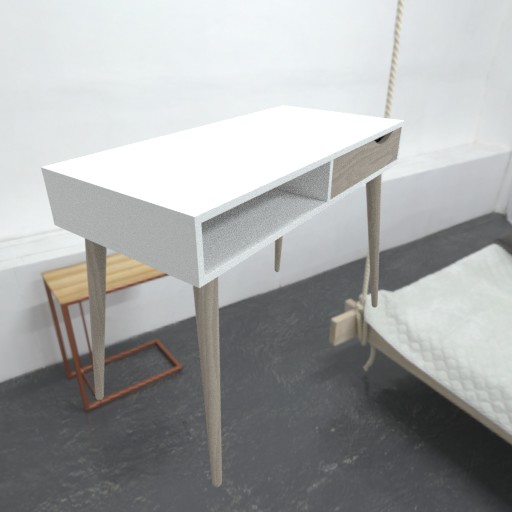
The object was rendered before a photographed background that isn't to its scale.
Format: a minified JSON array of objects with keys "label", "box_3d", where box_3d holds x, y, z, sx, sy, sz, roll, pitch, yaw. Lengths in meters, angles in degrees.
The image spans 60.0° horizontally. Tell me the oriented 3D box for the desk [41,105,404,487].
[{"label":"desk","box_3d":[0.000,0.000,1.384,0.491,0.723,0.979,19,34,32]}]
